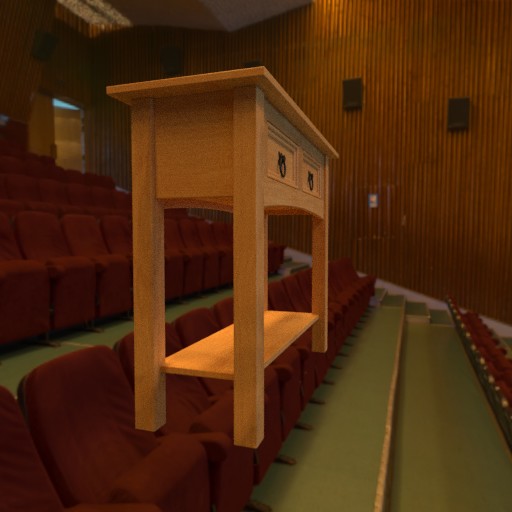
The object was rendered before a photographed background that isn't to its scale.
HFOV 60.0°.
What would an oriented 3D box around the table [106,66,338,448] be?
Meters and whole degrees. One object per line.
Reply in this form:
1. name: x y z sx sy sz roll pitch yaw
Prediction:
1. table: 0.000 0.000 1.294 0.340 0.728 0.900 1 3 19
